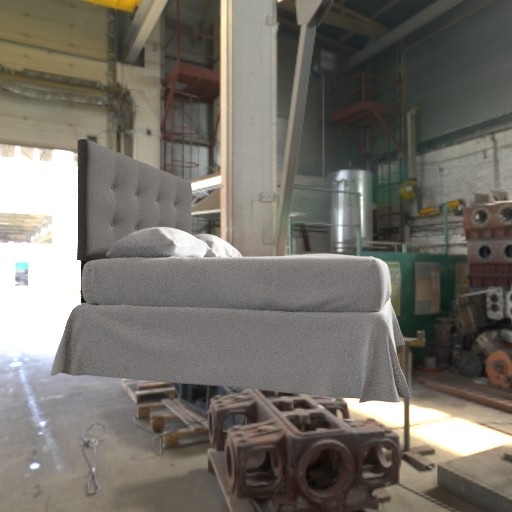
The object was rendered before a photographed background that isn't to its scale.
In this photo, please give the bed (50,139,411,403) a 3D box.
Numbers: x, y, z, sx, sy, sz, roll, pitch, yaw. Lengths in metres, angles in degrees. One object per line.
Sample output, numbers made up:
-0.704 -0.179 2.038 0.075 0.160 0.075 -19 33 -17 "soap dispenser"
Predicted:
0.000 0.000 3.458 2.222 1.577 1.936 0 -1 18 "bed"
